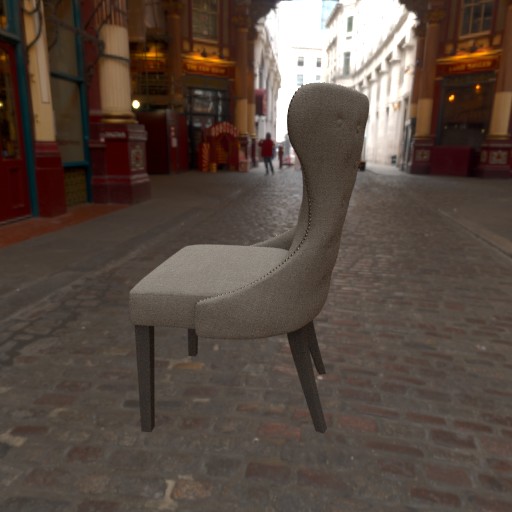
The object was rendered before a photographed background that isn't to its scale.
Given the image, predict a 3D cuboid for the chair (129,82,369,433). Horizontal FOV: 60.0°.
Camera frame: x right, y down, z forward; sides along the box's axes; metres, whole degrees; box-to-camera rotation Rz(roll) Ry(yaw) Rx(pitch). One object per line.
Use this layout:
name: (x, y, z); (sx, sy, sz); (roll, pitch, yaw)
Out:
chair: (0.000, 0.000, 1.398); (0.635, 0.967, 0.628); (2, 15, 8)
